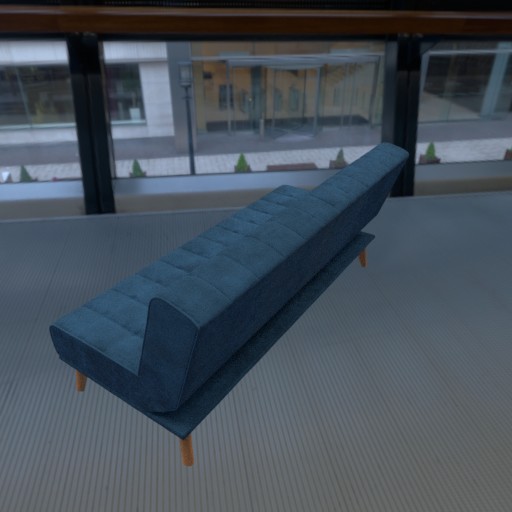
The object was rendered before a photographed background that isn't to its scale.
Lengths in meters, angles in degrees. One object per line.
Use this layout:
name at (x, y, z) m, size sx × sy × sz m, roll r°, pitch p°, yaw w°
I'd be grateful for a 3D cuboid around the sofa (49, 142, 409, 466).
sofa at (0.000, 0.000, 2.239) m, size 0.855 × 0.813 × 1.804 m, roll 19°, pitch 36°, yaw 29°
